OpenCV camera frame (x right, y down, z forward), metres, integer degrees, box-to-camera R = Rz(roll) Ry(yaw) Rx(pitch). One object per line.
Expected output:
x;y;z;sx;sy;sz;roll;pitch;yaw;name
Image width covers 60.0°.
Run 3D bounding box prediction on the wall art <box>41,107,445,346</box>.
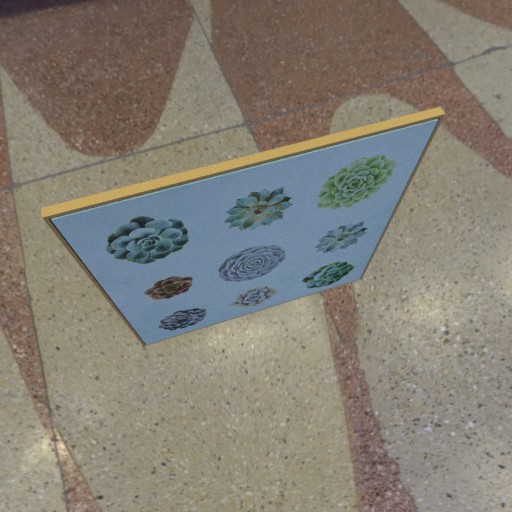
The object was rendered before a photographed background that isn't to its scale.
0.000;0.000;0.682;0.457;0.455;0.013;-16;63;-8;wall art
